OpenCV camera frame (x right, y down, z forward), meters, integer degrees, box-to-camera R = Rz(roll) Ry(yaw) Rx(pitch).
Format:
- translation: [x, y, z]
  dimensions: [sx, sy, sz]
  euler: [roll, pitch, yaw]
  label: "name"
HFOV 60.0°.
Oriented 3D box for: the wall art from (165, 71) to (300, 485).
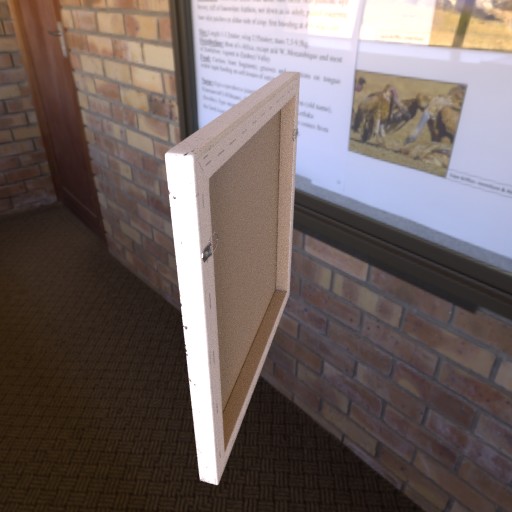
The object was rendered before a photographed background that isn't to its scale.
- translation: [0.000, 0.000, 0.896]
  dimensions: [0.040, 0.611, 0.610]
  euler: [8, 32, 14]
  label: "wall art"
